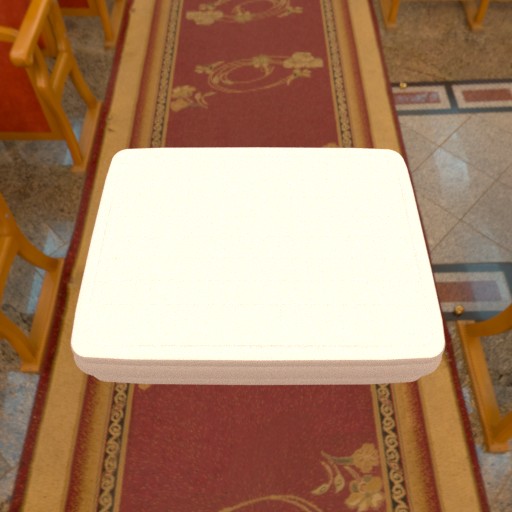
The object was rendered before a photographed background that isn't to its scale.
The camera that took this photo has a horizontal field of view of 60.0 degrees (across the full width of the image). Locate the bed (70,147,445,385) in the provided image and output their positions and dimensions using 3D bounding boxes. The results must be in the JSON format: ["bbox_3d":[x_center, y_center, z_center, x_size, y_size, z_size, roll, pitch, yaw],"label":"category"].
[{"bbox_3d":[0.000,0.000,2.753,2.036,0.460,1.520,0,59,0],"label":"bed"}]
